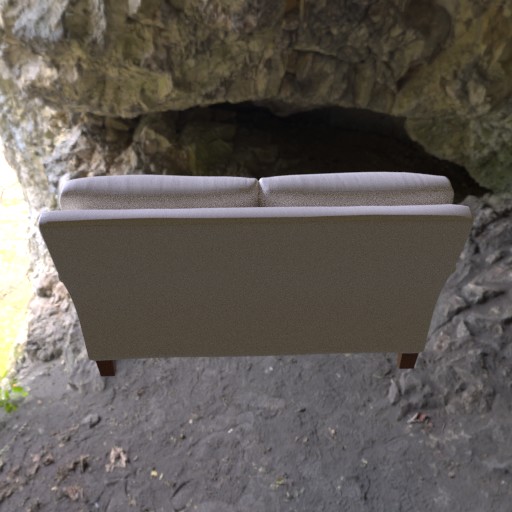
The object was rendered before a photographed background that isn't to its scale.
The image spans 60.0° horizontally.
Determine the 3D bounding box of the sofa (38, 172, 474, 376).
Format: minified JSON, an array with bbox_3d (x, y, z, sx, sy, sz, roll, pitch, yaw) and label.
[{"bbox_3d":[0.000,0.000,2.458,1.853,1.101,1.084,-1,29,-2],"label":"sofa"}]
